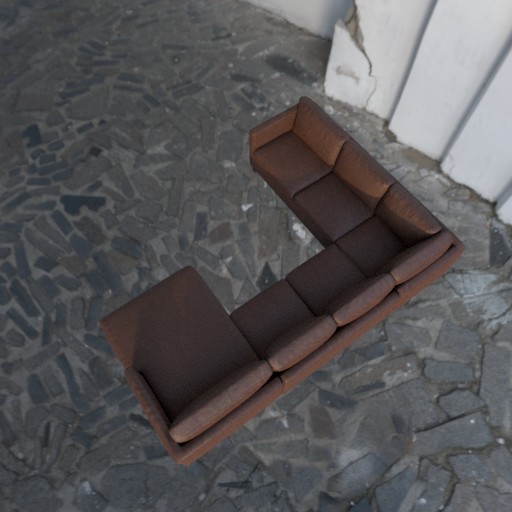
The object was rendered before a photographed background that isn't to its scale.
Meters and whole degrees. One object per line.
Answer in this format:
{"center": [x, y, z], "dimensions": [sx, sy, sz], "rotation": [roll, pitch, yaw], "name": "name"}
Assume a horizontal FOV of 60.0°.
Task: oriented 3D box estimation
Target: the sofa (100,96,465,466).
{"center": [0.000, 0.000, 4.736], "dimensions": [3.460, 0.923, 2.593], "rotation": [-33, 68, -15], "name": "sofa"}
